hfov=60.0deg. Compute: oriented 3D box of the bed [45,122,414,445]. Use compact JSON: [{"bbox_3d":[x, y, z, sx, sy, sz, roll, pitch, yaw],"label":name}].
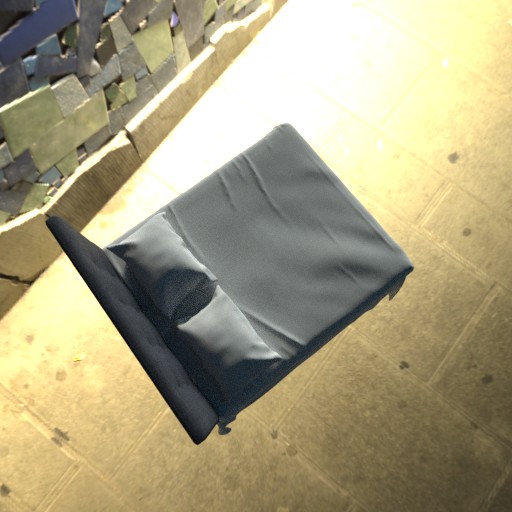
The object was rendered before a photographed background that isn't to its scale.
[{"bbox_3d":[0.000,0.000,3.468,2.222,1.577,1.936,-36,79,-9],"label":"bed"}]
